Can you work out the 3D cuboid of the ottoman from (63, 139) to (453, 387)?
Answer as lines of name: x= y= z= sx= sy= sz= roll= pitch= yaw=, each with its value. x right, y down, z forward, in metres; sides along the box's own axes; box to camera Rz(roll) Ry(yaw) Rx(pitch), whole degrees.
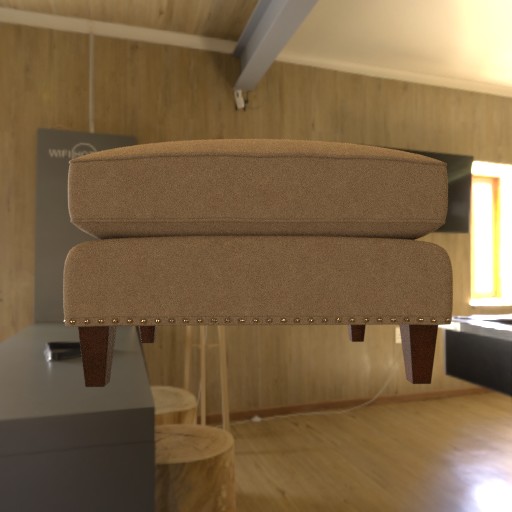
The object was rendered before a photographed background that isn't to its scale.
ottoman: x=0.000 y=0.000 z=1.119 sx=0.741 sy=0.513 sz=0.584 roll=0 pitch=-1 yaw=-2
